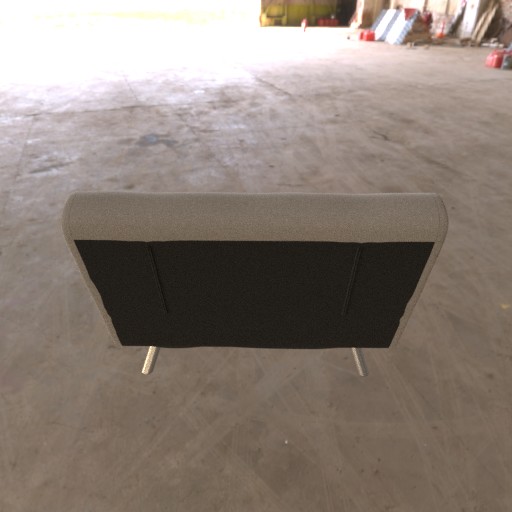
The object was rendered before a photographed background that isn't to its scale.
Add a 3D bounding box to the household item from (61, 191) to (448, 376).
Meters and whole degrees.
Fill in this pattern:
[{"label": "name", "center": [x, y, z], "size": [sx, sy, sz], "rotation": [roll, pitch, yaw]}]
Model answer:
[{"label": "household item", "center": [0.000, 0.000, 1.654], "size": [1.000, 0.800, 0.874], "rotation": [0, 31, 1]}]
